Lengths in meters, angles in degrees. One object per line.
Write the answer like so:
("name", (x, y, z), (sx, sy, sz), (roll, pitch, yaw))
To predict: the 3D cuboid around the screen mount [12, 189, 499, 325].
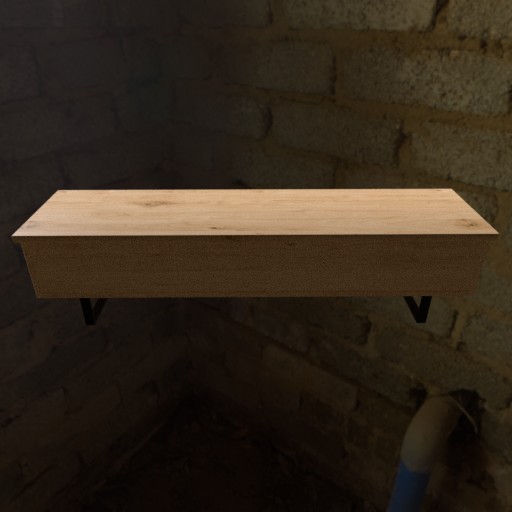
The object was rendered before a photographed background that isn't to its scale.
("screen mount", (0.000, 0.000, 1.846), (1.700, 0.430, 0.450), (0, 30, 0))
